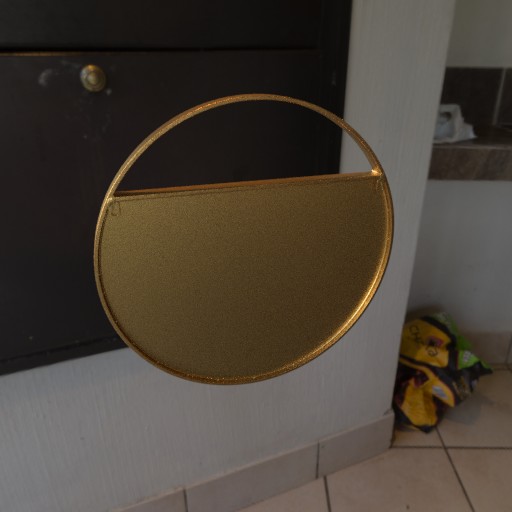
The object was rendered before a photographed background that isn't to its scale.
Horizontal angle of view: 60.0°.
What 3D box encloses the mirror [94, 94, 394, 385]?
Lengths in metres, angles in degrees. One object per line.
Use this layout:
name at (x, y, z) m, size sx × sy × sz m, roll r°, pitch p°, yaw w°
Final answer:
mirror at (0.000, 0.000, 0.824) m, size 0.565 × 0.565 × 0.032 m, roll -7°, pitch 25°, yaw -16°
